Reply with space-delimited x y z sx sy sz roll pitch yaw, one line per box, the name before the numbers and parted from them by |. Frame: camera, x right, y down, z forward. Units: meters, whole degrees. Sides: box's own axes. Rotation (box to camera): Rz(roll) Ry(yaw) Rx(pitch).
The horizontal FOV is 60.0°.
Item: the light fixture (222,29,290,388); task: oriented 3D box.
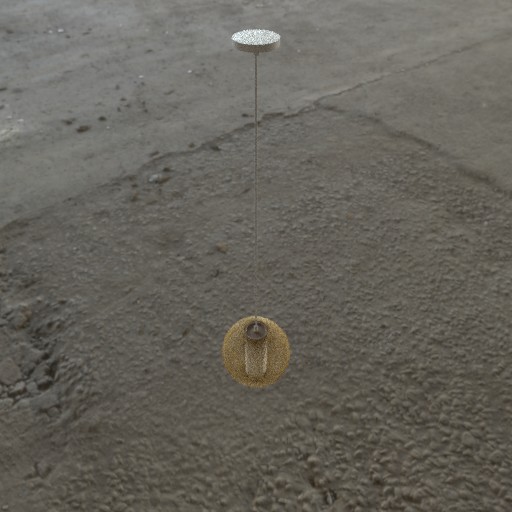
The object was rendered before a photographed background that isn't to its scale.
light fixture | 0.000 0.000 2.117 0.406 1.955 0.407 -27 49 -26
